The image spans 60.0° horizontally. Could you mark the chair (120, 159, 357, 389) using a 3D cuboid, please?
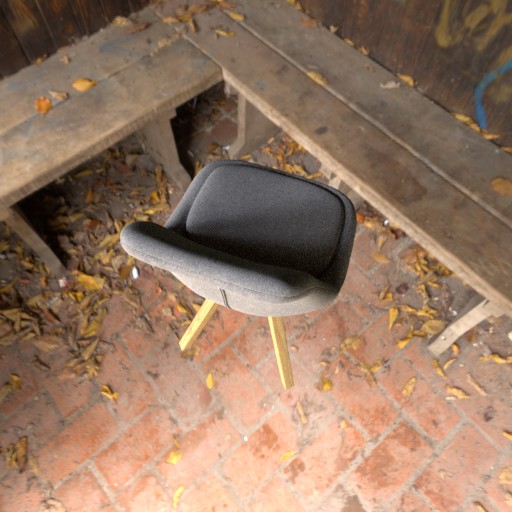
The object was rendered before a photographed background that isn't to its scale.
[{"bbox_3d":[0.000,0.000,1.205,0.483,0.865,0.550,18,64,9],"label":"chair"}]
